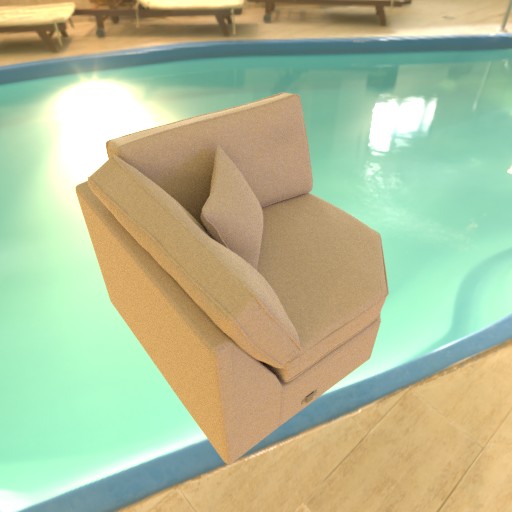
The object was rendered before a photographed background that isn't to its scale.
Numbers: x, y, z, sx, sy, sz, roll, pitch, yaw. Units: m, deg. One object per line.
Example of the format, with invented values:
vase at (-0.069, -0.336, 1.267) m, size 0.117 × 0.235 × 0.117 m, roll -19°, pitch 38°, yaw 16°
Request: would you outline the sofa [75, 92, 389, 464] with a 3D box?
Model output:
sofa at (0.000, 0.000, 1.871) m, size 1.042 × 0.937 × 1.050 m, roll -26°, pitch 48°, yaw -26°
